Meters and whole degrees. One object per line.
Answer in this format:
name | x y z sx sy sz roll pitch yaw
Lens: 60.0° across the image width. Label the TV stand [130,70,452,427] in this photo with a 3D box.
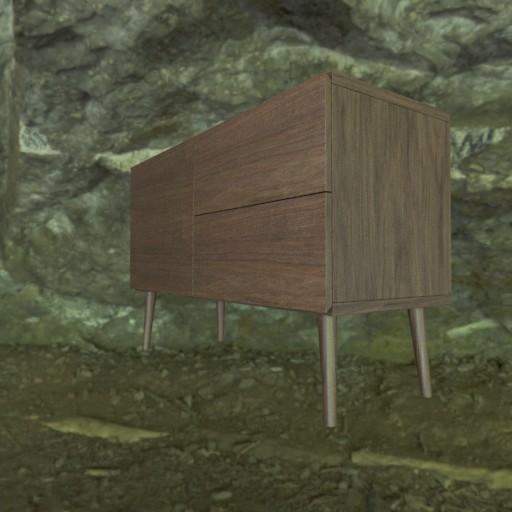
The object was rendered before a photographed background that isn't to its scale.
TV stand | 0.000 0.000 1.312 0.405 0.660 0.990 1 -1 -36
